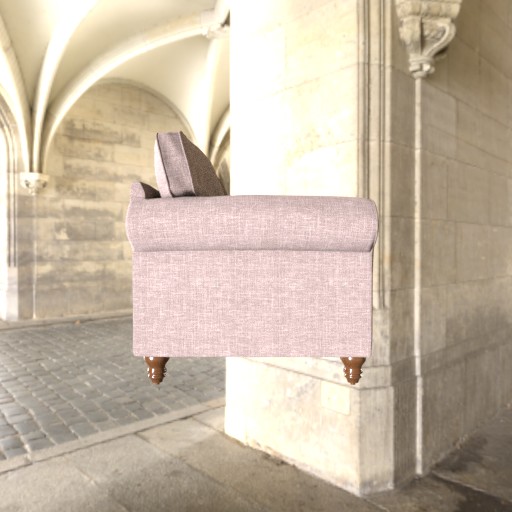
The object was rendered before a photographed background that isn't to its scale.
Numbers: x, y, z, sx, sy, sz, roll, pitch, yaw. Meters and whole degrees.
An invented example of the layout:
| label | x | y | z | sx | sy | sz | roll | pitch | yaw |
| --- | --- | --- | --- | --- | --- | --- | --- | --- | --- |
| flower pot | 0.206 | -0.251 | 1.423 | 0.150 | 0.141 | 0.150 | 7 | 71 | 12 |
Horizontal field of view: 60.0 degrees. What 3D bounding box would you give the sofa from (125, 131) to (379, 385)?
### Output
| label | x | y | z | sx | sy | sz | roll | pitch | yaw |
| --- | --- | --- | --- | --- | --- | --- | --- | --- | --- |
| sofa | 0.000 | 0.000 | 2.583 | 0.916 | 0.961 | 2.084 | 0 | 1 | 0 |
